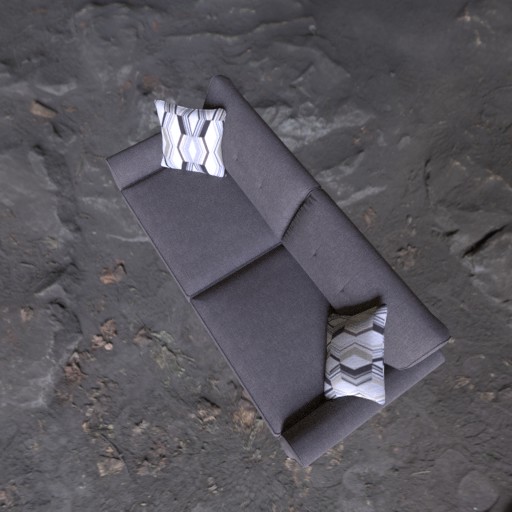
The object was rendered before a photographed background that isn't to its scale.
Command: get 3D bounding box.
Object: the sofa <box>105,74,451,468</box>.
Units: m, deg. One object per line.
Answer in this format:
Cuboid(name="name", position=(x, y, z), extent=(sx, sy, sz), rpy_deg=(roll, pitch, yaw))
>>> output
Cuboid(name="sofa", position=(0.000, 0.000, 2.493), extent=(0.889, 0.813, 2.032), rpy_deg=(-31, 69, -14))
